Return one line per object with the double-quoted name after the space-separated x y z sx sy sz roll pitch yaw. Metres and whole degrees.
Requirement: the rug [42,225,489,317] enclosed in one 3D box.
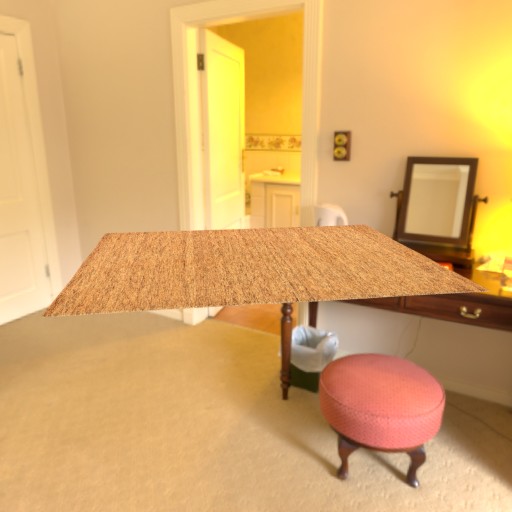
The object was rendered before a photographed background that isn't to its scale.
0.000 0.000 4.277 3.200 0.012 2.438 -2 16 -8 "rug"
